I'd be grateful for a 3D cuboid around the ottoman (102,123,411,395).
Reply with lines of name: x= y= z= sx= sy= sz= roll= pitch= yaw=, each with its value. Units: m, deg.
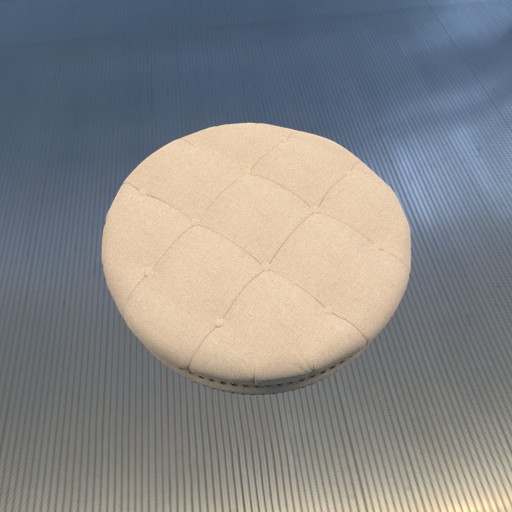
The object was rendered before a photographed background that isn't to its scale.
ottoman: x=0.000 y=0.000 z=1.484 sx=0.940 sy=0.483 sz=0.940 roll=0 pitch=57 yaw=0
